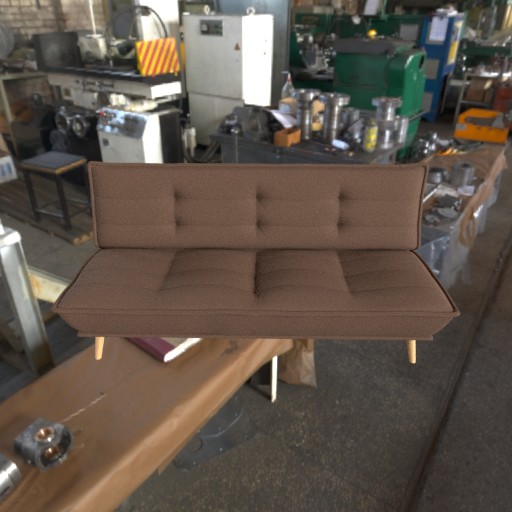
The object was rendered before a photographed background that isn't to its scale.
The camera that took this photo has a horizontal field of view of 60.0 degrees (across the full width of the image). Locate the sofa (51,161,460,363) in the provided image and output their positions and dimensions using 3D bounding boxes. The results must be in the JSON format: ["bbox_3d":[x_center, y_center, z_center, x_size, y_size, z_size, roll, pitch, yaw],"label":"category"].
[{"bbox_3d":[0.000,0.000,2.465,1.940,0.890,0.950,0,29,1],"label":"sofa"}]
